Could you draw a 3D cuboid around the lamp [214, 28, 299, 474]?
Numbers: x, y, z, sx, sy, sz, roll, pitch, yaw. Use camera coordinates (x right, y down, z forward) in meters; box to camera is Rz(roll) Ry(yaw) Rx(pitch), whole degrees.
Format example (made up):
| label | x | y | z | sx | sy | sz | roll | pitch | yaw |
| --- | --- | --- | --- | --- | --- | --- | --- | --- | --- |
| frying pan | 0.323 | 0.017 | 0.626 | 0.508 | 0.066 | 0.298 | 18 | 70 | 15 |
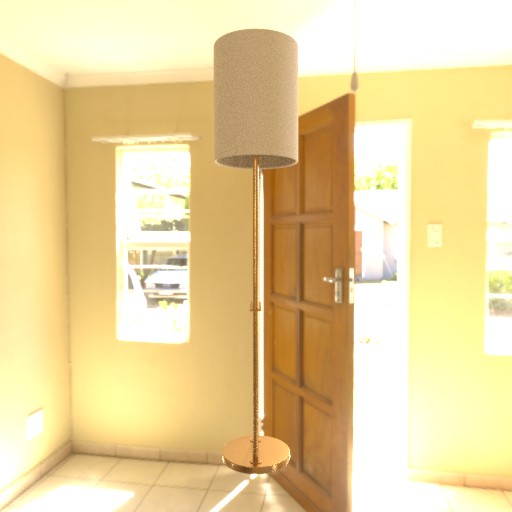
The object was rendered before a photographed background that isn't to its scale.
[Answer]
| label | x | y | z | sx | sy | sz | roll | pitch | yaw |
| --- | --- | --- | --- | --- | --- | --- | --- | --- | --- |
| lamp | 0.000 | 0.000 | 1.628 | 0.305 | 1.500 | 0.306 | 0 | 2 | 0 |
